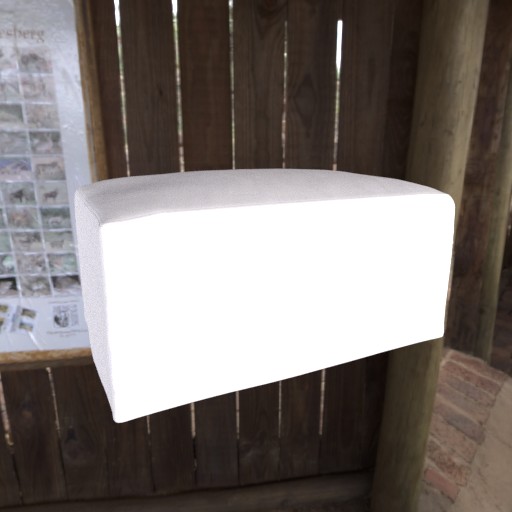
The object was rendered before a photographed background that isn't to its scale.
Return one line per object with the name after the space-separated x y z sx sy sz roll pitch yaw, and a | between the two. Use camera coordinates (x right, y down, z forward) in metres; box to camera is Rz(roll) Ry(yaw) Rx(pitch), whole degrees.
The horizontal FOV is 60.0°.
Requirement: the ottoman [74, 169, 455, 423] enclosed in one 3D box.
0.000 0.000 1.194 0.872 0.444 0.590 -7 17 -25 | ottoman
